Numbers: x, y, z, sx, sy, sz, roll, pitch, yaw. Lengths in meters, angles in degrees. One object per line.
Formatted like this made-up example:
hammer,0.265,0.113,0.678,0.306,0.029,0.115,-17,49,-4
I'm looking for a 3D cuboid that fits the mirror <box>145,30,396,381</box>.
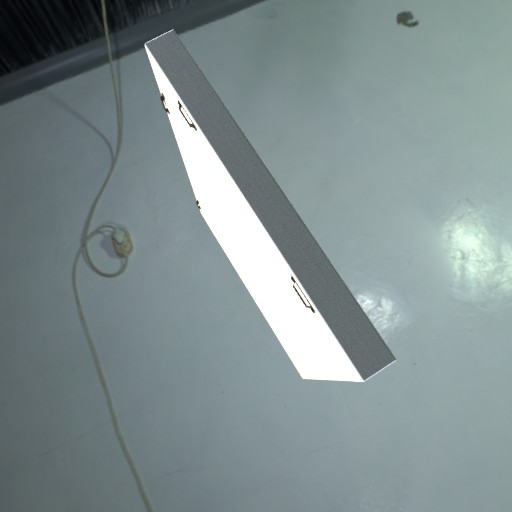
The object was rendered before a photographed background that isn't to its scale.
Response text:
mirror,0.000,0.000,0.673,0.041,0.509,0.406,-31,77,-8
